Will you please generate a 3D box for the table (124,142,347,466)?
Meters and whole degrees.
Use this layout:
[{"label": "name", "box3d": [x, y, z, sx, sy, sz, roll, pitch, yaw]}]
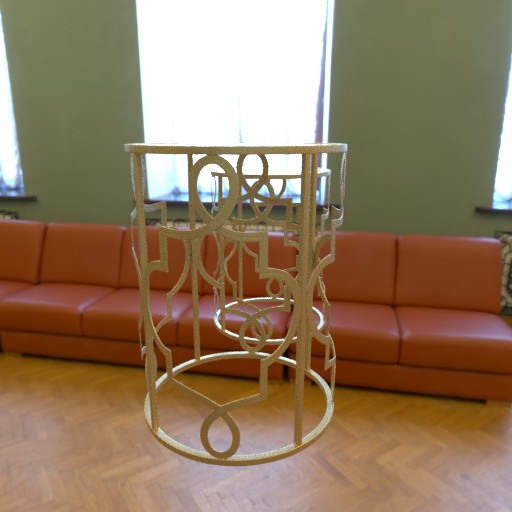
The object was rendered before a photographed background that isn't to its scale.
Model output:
[{"label": "table", "box3d": [0.000, 0.000, 1.136, 0.420, 0.564, 0.846, 3, 15, 10]}]
